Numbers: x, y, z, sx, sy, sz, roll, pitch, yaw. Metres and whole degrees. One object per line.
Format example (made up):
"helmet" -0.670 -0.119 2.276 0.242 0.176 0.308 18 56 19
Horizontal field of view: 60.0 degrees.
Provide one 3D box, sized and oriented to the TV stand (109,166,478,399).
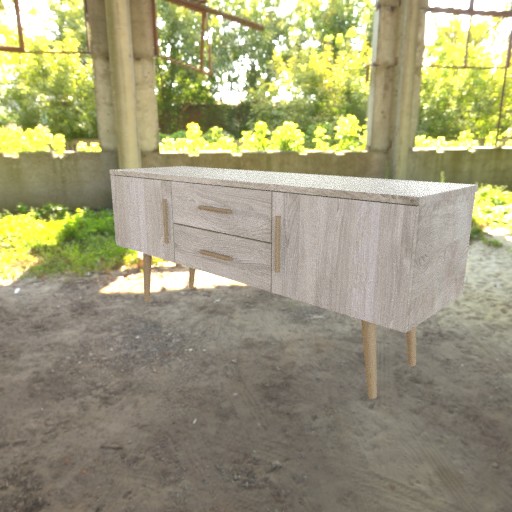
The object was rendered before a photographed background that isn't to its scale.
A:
"TV stand" 0.000 0.000 1.585 1.313 0.565 0.401 13 20 42
